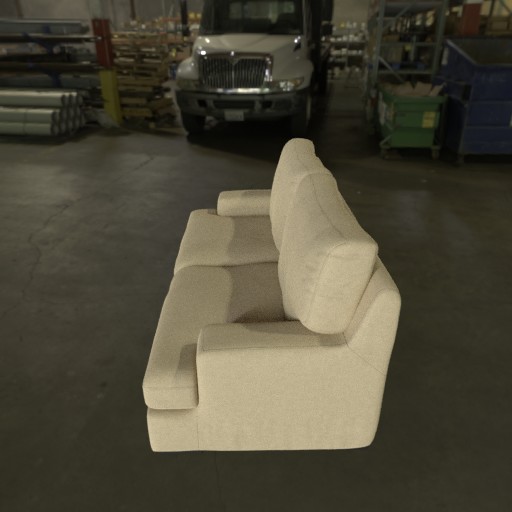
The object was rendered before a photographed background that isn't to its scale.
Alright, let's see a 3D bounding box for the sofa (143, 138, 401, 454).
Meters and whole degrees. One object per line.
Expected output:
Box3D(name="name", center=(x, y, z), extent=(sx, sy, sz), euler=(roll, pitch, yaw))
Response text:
Box3D(name="sofa", center=(0.000, 0.000, 2.471), extent=(0.962, 0.967, 1.885), euler=(-1, 27, -1))
